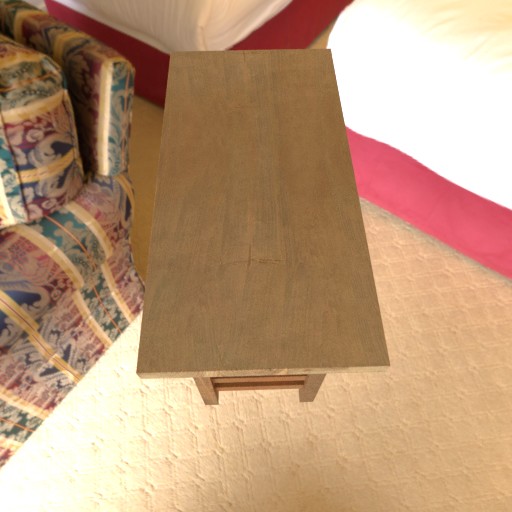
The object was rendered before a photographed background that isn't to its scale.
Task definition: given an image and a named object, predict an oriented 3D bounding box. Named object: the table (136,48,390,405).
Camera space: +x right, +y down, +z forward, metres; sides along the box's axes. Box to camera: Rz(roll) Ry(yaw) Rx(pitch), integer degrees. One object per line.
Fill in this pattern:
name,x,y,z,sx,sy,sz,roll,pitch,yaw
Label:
table,0.000,0.000,1.643,0.556,0.914,1.119,-1,59,-1
